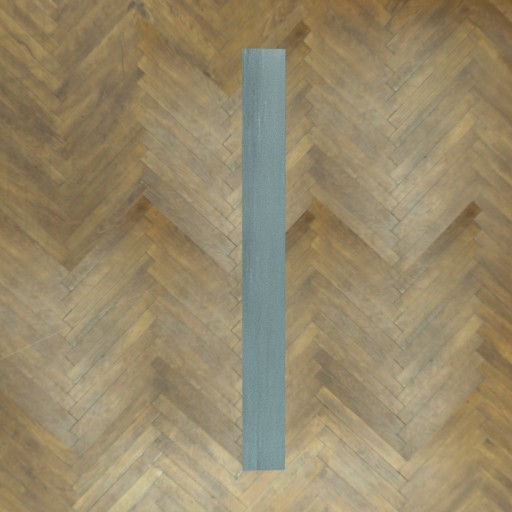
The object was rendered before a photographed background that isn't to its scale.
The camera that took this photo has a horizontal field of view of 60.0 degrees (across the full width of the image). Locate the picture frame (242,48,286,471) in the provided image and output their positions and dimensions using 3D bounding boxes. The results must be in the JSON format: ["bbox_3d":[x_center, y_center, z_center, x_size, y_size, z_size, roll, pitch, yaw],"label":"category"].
[{"bbox_3d":[0.000,0.000,0.749,0.046,0.555,0.449,0,91,-2],"label":"picture frame"}]
